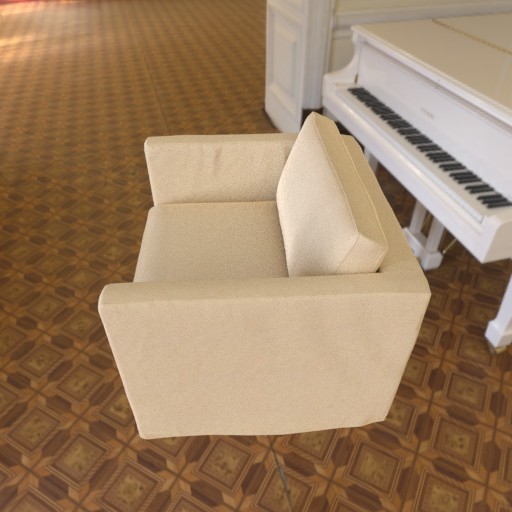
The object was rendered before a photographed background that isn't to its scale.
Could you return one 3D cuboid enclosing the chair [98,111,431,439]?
[{"bbox_3d":[0.000,0.000,1.762,0.947,0.851,1.057,-2,40,-3],"label":"chair"}]
